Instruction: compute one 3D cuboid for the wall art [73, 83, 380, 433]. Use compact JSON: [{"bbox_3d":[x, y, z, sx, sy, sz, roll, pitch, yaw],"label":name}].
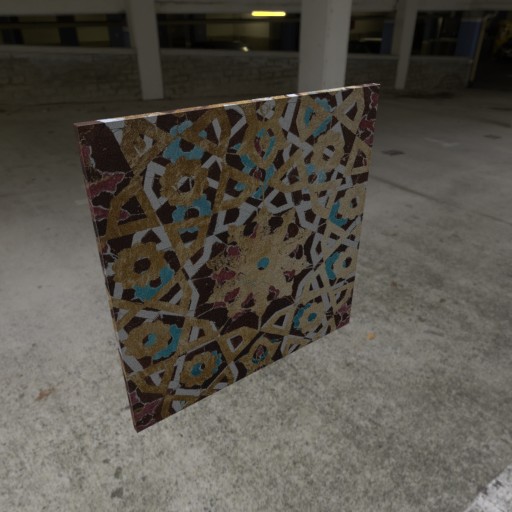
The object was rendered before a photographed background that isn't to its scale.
[{"bbox_3d":[0.000,0.000,1.129,0.757,0.762,0.028,-20,35,-31],"label":"wall art"}]
